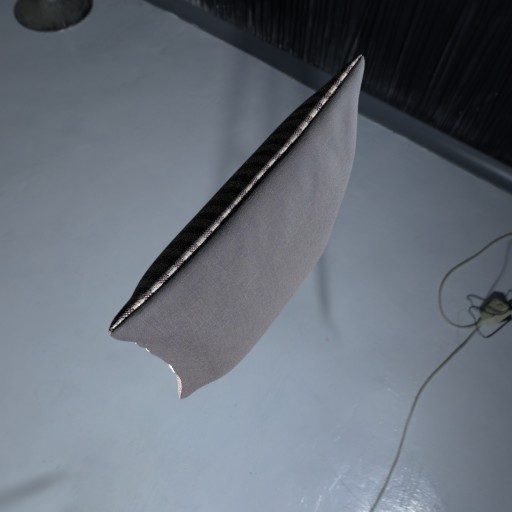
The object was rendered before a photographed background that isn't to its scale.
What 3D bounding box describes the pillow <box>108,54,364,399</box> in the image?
[{"bbox_3d":[0.000,0.000,0.776,0.166,0.506,0.523,33,68,15],"label":"pillow"}]
